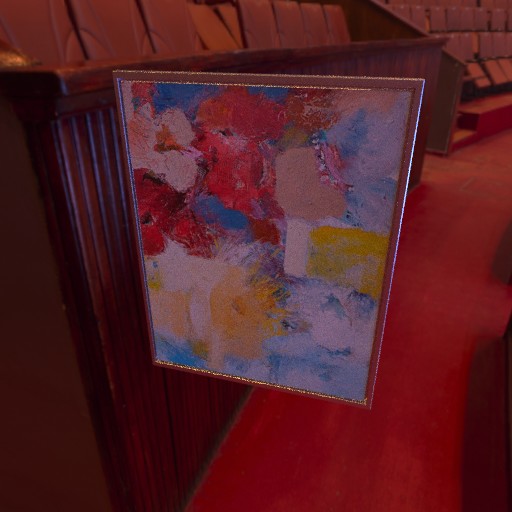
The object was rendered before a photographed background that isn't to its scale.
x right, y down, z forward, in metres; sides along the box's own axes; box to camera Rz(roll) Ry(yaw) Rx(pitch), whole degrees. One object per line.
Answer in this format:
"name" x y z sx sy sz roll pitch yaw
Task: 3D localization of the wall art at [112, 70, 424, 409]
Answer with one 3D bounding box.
"wall art" 0.000 0.000 1.375 0.816 1.046 0.030 8 28 14
